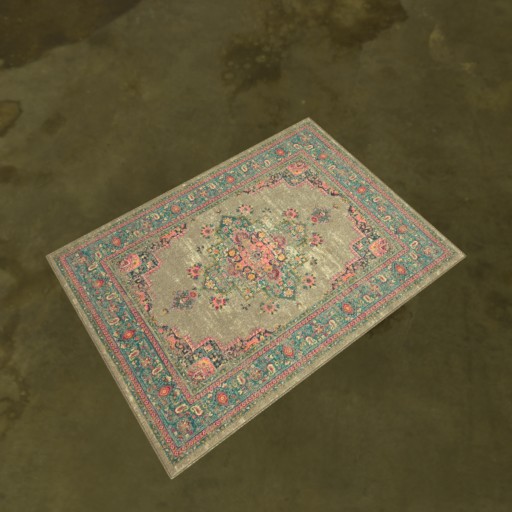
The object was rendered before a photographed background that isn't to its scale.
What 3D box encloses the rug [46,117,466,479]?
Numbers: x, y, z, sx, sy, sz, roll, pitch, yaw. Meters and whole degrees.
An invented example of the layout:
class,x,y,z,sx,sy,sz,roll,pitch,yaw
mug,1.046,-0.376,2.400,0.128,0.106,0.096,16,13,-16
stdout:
class,x,y,z,sx,sy,sz,roll,pitch,yaw
rug,0.000,0.000,2.874,2.214,0.013,1.609,-32,64,-18
